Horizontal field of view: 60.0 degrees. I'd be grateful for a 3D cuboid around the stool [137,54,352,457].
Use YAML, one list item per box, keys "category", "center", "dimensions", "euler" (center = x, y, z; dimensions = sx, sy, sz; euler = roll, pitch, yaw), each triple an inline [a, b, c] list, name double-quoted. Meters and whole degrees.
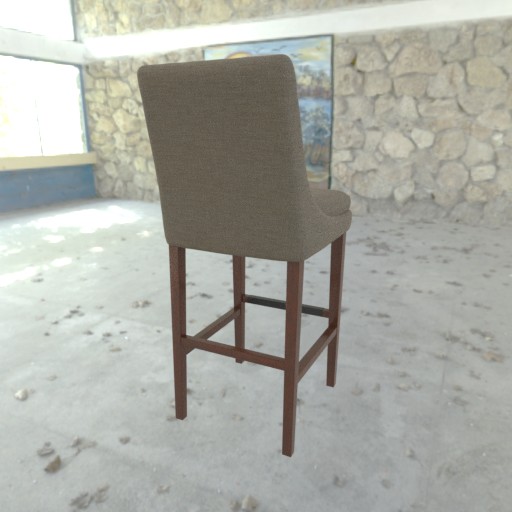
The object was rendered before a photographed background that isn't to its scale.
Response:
- category: "stool"
  center: [0.000, 0.000, 1.395]
  dimensions: [0.470, 1.078, 0.577]
  euler: [8, 17, 26]
